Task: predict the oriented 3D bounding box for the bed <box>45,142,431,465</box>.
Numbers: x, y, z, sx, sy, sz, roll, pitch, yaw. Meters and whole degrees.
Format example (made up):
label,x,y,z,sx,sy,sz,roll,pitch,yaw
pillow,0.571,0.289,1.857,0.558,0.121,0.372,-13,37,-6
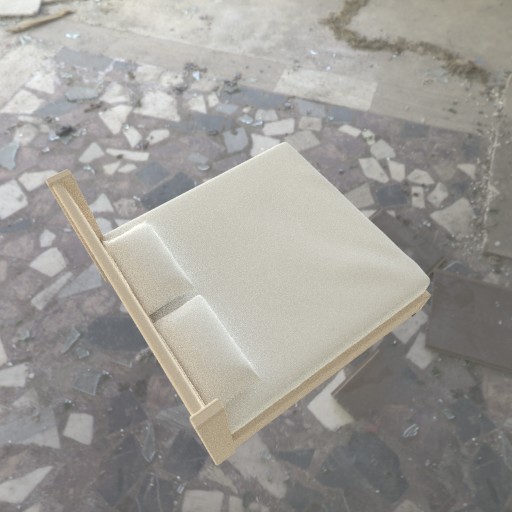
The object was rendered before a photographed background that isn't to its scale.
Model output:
label,x,y,z,sx,sy,sz,roll,pitch,yaw
bed,0.000,0.000,3.757,2.293,1.471,2.145,-31,63,-18
